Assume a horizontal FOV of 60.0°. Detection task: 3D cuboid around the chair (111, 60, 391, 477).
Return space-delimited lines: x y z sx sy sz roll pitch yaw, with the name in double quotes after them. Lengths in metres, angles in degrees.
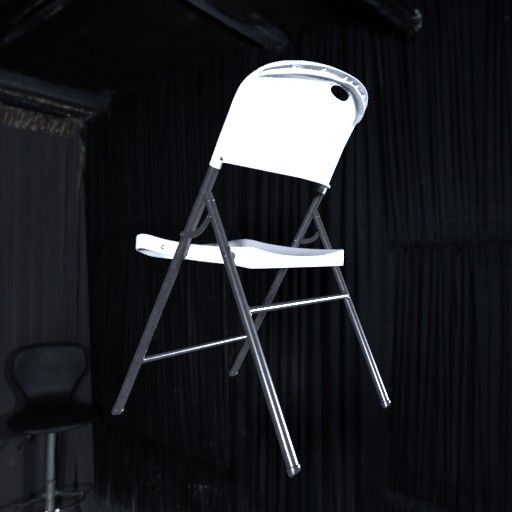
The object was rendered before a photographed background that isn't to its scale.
0.000 0.000 1.162 0.566 0.810 0.494 0 0 37 "chair"
